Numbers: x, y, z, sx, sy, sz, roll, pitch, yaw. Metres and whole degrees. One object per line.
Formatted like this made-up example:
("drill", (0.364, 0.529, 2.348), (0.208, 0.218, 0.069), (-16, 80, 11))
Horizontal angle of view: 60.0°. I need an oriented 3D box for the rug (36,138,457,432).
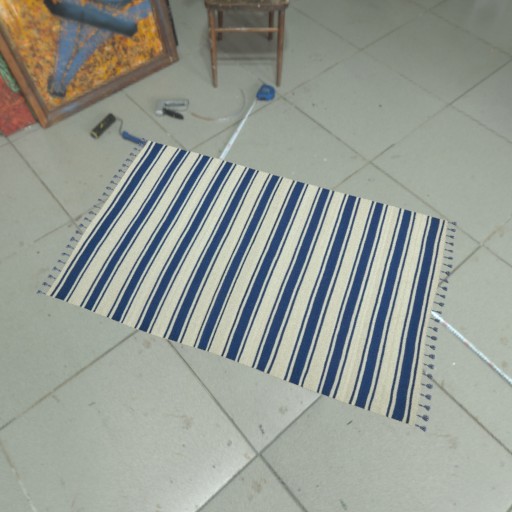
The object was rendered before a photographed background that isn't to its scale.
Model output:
("rug", (0.000, 0.000, 2.505), (2.108, 0.009, 1.248), (17, 60, 10))
